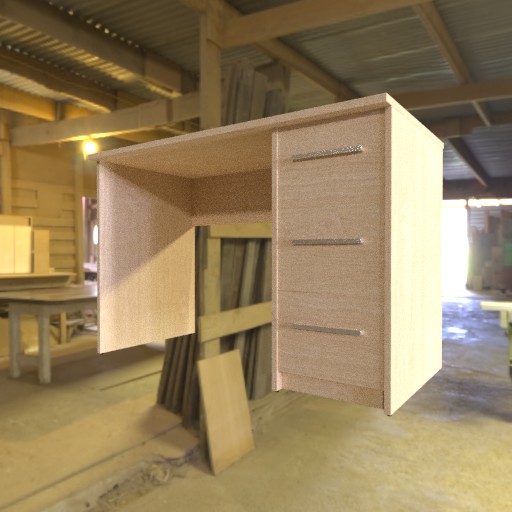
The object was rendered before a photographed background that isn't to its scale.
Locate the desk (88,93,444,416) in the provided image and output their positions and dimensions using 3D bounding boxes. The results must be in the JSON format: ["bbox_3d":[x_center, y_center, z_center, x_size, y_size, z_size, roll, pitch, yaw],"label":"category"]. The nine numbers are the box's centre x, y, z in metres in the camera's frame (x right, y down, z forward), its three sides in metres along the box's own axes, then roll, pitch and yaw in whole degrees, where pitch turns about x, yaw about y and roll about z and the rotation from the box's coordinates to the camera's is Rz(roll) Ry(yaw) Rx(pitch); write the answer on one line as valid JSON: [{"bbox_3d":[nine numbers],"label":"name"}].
[{"bbox_3d":[0.000,0.000,1.529,1.097,0.735,0.560,0,1,35],"label":"desk"}]
